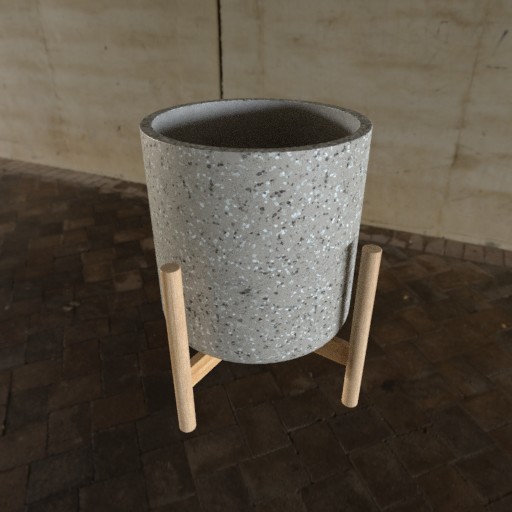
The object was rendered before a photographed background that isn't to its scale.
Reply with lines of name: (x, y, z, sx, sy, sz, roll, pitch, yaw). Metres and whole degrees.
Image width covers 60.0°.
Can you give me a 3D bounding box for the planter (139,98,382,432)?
planter: (0.000, 0.000, 0.694, 0.360, 0.419, 0.360, -18, 34, -28)
